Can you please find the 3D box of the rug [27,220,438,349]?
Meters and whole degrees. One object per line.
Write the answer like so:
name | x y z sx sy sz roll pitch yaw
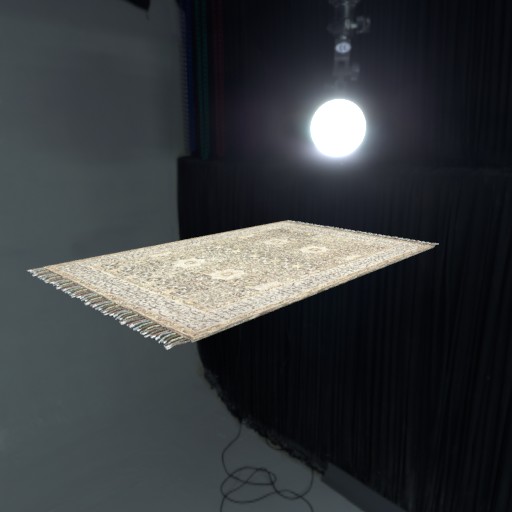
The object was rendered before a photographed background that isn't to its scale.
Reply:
rug | 0.000 0.000 2.483 1.237 0.010 2.029 14 20 43
